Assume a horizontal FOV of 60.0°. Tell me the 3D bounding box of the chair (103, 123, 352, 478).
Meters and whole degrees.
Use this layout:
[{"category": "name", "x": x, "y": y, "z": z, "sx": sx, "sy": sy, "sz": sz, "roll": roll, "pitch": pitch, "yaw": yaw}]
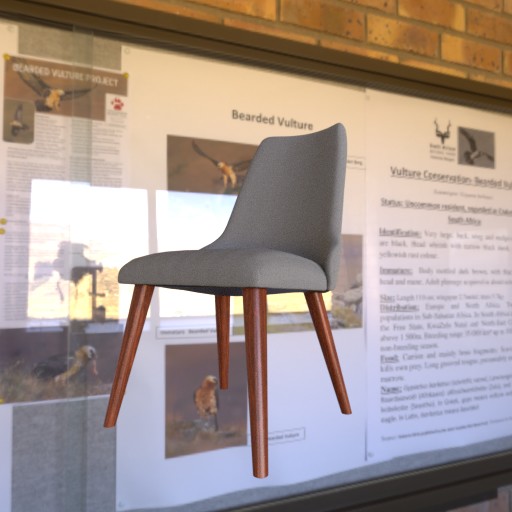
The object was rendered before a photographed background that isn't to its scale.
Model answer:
[{"category": "chair", "x": 0.000, "y": 0.000, "z": 1.334, "sx": 0.535, "sy": 0.918, "sz": 0.707, "roll": -1, "pitch": -2, "yaw": 36}]
